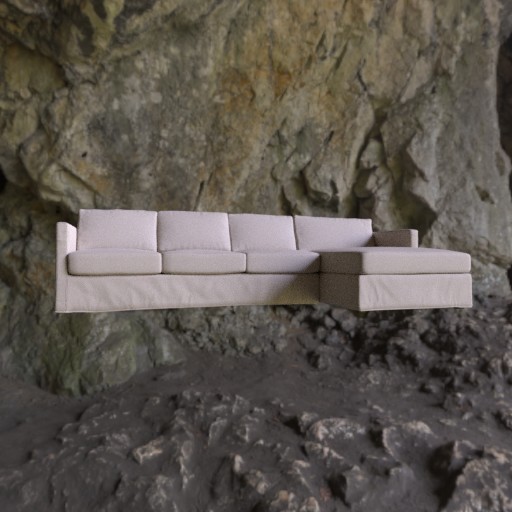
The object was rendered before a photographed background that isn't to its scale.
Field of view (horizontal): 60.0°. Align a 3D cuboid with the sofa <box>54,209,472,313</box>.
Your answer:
[{"bbox_3d":[0.000,0.000,3.867,3.206,0.871,1.622,0,0,-17],"label":"sofa"}]
